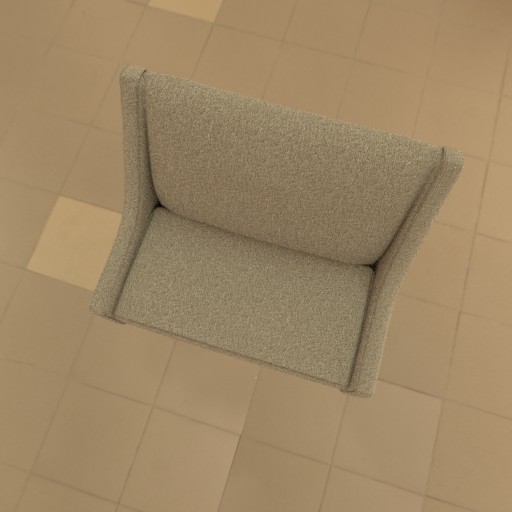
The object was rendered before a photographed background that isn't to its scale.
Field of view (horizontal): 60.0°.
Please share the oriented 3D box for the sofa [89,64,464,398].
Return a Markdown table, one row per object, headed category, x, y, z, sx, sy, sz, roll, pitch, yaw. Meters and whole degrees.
| category | x | y | z | sx | sy | sz | roll | pitch | yaw |
| --- | --- | --- | --- | --- | --- | --- | --- | --- | --- |
| sofa | 0.000 | 0.000 | 1.889 | 1.242 | 1.026 | 0.862 | 16 | 75 | 4 |
